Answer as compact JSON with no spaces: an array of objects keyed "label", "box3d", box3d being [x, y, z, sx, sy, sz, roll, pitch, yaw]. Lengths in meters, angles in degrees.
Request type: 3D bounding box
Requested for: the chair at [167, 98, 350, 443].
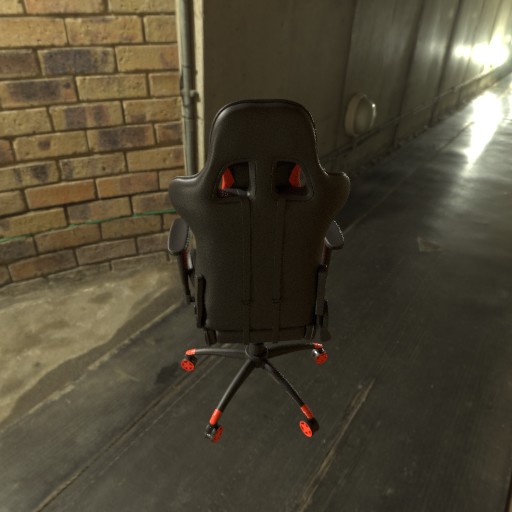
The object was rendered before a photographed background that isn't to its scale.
[{"label":"chair","box3d":[0.000,0.000,1.731,0.695,1.282,0.730,-2,31,-4]}]
